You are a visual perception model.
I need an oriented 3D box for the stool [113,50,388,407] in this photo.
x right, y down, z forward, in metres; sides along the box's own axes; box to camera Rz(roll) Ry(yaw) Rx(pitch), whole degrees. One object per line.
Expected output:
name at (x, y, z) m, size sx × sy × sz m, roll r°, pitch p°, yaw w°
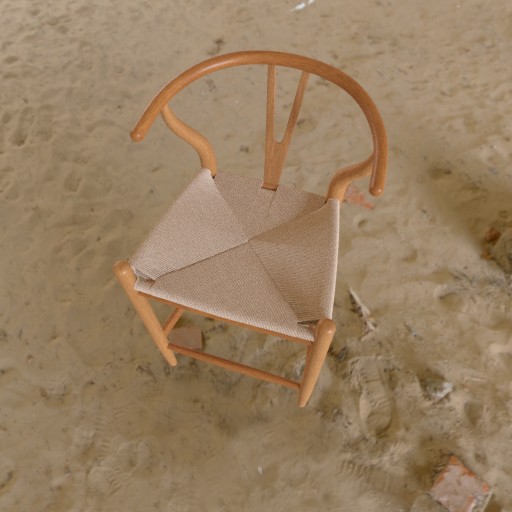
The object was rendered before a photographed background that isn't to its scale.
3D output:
stool at (0.000, 0.000, 1.328) m, size 0.569 × 0.970 × 0.579 m, roll 15°, pitch 58°, yaw 9°
